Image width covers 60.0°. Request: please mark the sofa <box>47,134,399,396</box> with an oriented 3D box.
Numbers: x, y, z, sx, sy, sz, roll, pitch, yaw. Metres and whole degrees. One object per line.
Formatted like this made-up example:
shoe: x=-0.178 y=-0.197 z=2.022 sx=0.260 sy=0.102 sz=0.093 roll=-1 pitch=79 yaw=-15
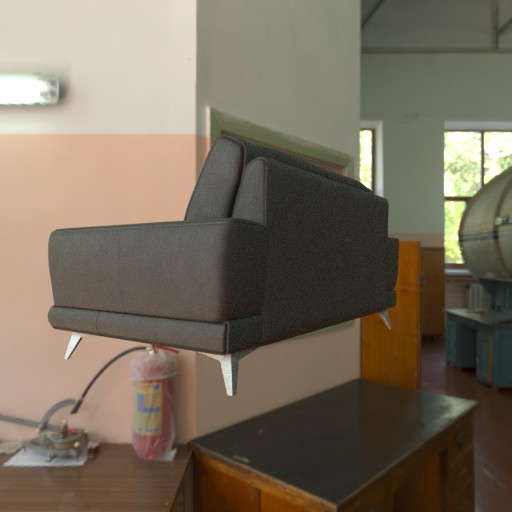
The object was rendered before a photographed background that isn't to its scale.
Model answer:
sofa: x=0.000 y=0.000 z=2.357 sx=1.018 sy=0.907 sz=1.806 roll=0 pitch=0 yaw=34
